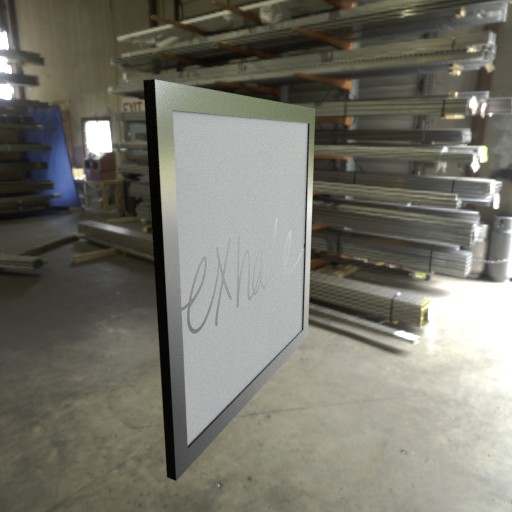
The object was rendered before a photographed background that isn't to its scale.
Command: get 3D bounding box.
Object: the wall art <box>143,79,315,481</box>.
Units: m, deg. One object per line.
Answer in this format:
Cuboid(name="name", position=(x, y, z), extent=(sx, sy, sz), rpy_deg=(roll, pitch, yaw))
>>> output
Cuboid(name="wall art", position=(0.000, 0.000, 0.663), extent=(0.014, 0.445, 0.446), rpy_deg=(7, 16, 26))
